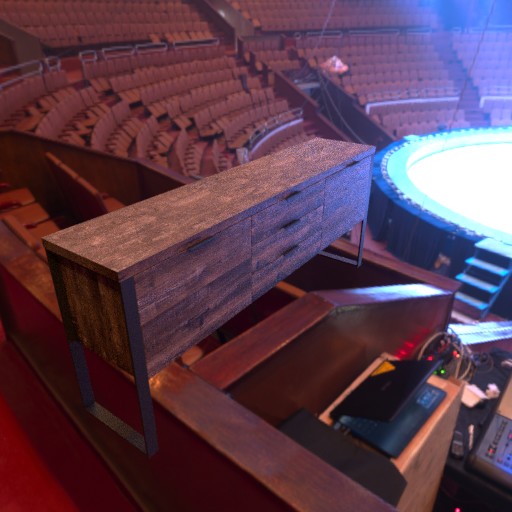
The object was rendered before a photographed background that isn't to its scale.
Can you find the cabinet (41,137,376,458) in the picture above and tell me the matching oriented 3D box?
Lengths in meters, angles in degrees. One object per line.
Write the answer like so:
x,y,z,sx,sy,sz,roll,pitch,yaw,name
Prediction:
0.000,0.000,2.139,0.395,0.762,1.800,19,33,32,cabinet
